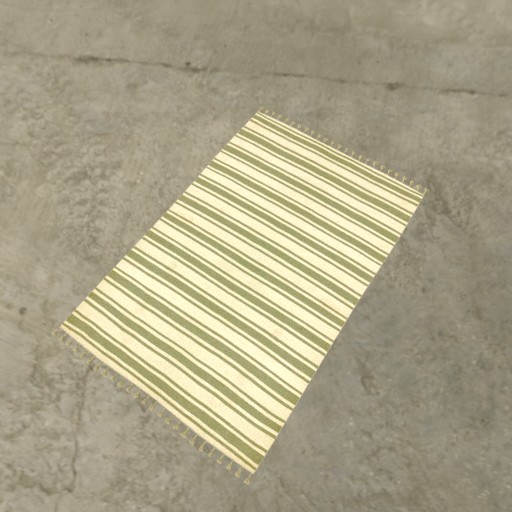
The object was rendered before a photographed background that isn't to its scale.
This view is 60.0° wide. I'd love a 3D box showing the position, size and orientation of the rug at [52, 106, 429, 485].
[{"bbox_3d":[0.000,0.000,3.105,1.540,0.018,2.435,31,67,15],"label":"rug"}]
